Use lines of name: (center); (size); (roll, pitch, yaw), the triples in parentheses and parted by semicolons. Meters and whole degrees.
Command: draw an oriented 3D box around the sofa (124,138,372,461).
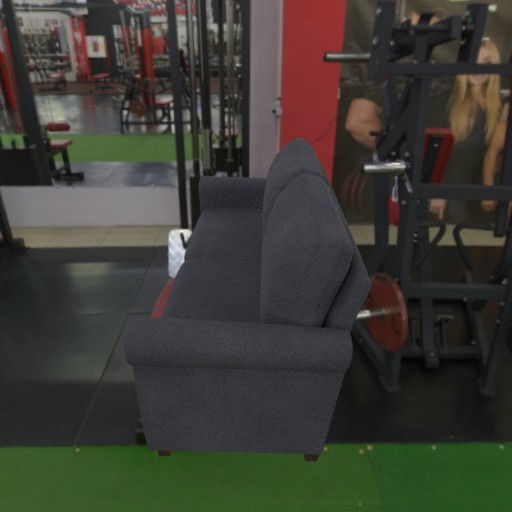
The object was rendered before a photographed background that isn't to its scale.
sofa: (0.000, 0.000, 2.379); (0.842, 0.942, 1.935); (1, 26, 1)
